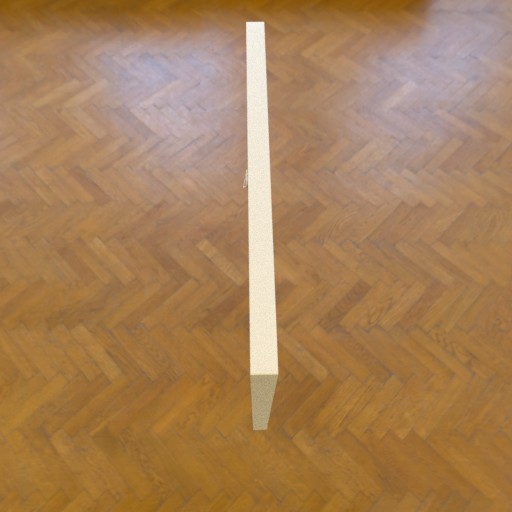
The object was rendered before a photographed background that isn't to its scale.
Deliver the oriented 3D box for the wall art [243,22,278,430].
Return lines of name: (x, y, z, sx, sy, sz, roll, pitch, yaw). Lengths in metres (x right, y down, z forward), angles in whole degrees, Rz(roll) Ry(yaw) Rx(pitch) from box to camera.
wall art: (0.000, 0.000, 1.135, 0.050, 0.762, 0.761, -1, 63, 0)
